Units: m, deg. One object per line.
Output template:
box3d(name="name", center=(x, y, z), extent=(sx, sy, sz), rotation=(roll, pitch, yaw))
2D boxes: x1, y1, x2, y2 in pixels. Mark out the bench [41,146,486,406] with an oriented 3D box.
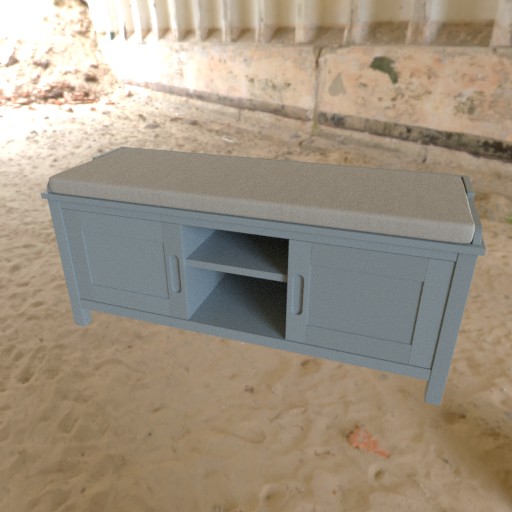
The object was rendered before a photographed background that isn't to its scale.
box3d(name="bench", center=(0.000, 0.000, 1.341), extent=(1.140, 0.501, 0.398), rotation=(9, 28, 16))
